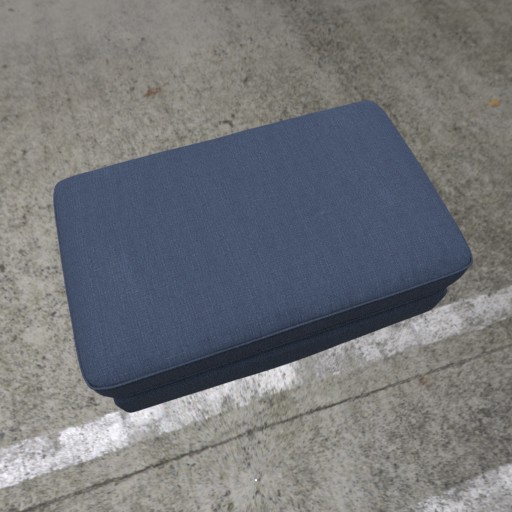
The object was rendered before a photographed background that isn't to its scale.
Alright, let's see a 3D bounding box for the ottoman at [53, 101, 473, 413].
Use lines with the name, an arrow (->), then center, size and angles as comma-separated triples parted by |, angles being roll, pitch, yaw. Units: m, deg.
ottoman -> 0.000, 0.000, 1.180 | 0.885, 0.438, 0.570 | -17, 64, -8
